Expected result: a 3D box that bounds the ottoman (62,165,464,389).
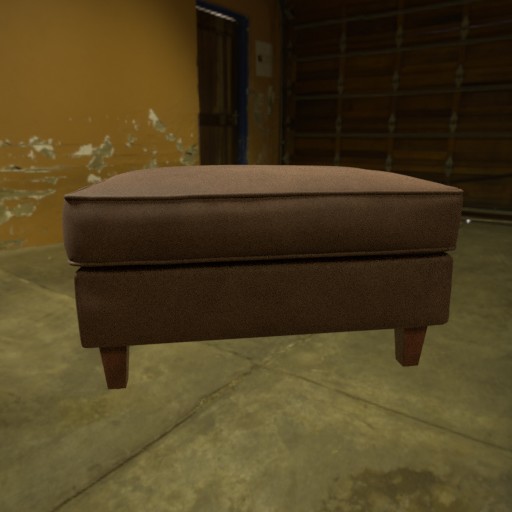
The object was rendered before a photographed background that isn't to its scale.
[{"bbox_3d":[0.000,0.000,1.213,0.860,0.481,0.596,-2,14,-8],"label":"ottoman"}]
